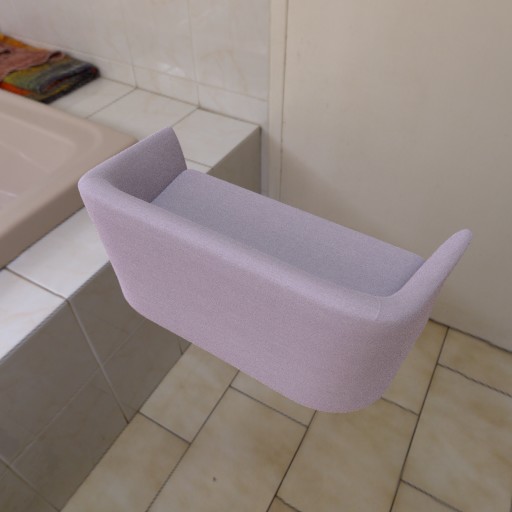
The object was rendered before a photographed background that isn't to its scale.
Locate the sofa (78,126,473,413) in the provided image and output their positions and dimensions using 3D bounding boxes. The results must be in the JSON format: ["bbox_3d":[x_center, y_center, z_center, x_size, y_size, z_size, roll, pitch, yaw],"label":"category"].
[{"bbox_3d":[0.000,0.000,1.835,1.452,0.721,0.705,24,50,22],"label":"sofa"}]
